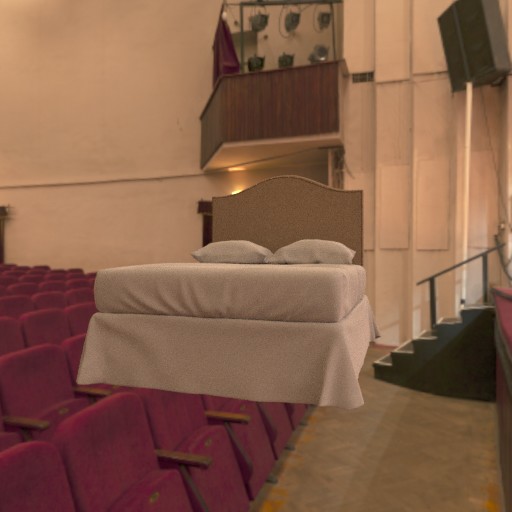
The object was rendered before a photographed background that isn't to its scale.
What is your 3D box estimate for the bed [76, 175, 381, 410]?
[{"bbox_3d":[0.000,0.000,3.578,1.876,1.645,2.221,0,0,18],"label":"bed"}]
